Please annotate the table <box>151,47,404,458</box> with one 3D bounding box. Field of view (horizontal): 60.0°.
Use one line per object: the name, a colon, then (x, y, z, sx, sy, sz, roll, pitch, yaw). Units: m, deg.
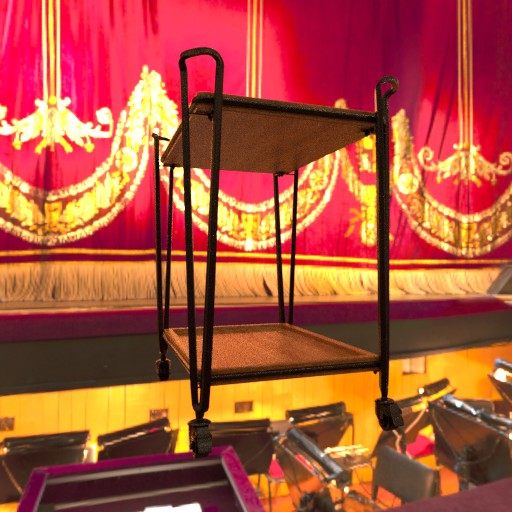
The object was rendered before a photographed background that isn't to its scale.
table: (0.000, 0.000, 1.205, 0.505, 0.785, 0.672, 0, -1, -19)
